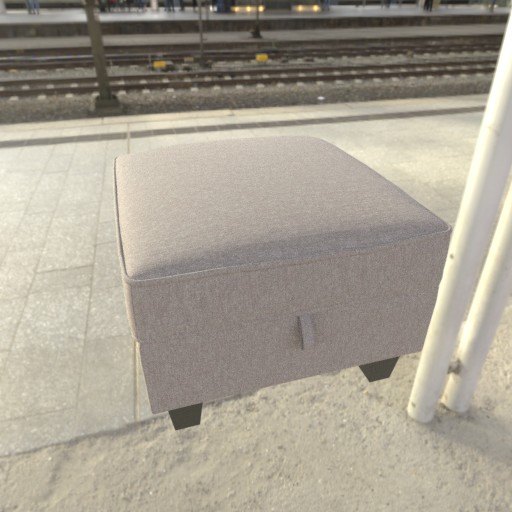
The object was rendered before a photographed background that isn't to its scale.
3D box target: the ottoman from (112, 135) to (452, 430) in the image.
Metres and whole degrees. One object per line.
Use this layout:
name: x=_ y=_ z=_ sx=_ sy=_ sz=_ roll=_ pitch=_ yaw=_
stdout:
ottoman: x=0.000 y=0.000 z=1.408 sx=0.808 sy=0.612 sz=0.871 roll=-9 pitch=32 yaw=-14
